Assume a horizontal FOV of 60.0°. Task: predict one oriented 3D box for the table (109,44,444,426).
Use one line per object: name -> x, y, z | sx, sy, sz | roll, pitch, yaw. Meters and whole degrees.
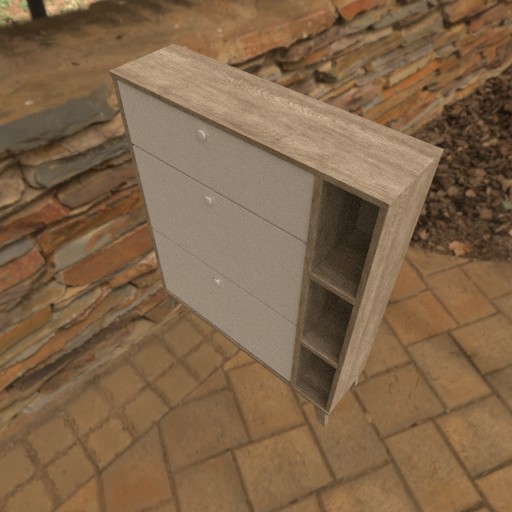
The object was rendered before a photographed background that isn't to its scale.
table -> 0.000, 0.000, 1.555 | 0.902, 1.135, 0.256 | 32, 55, 26
